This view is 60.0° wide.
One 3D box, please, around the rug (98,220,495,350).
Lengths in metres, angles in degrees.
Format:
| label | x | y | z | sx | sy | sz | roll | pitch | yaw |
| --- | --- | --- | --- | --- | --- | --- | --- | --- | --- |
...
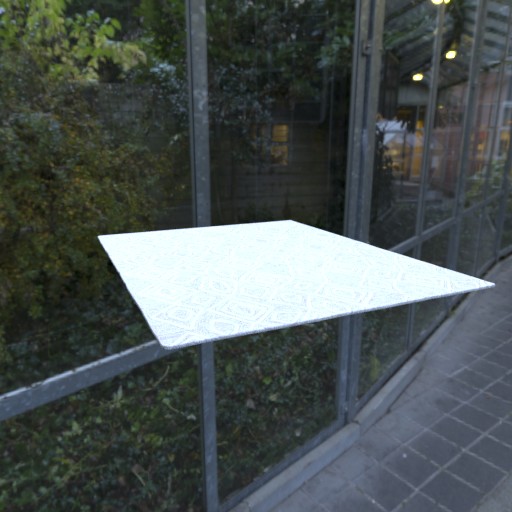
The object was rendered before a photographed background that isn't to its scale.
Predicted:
| label | x | y | z | sx | sy | sz | roll | pitch | yaw |
| --- | --- | --- | --- | --- | --- | --- | --- | --- | --- |
| rug | 0.000 | 0.000 | 4.049 | 2.449 | 0.025 | 3.049 | -7 | 16 | -24 |
